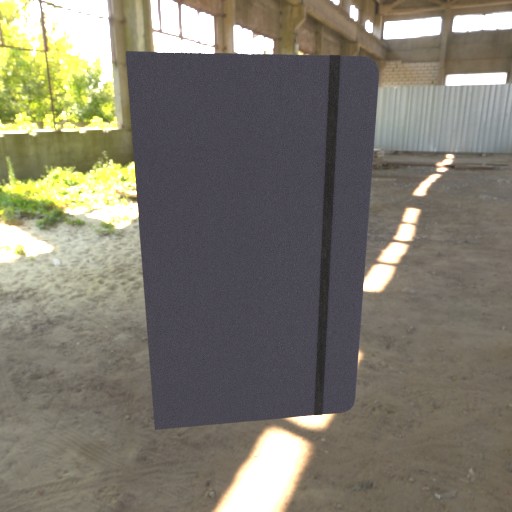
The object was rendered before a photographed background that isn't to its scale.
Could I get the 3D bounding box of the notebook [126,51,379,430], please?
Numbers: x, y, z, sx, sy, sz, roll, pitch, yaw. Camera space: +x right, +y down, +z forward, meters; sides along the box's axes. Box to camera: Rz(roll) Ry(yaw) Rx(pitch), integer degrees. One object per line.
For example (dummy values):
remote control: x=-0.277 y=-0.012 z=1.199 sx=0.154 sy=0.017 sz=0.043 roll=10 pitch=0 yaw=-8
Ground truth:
notebook: x=0.000 y=0.000 z=0.256 sx=0.127 sy=0.213 sz=0.016 roll=-2 pitch=17 yaw=-8
